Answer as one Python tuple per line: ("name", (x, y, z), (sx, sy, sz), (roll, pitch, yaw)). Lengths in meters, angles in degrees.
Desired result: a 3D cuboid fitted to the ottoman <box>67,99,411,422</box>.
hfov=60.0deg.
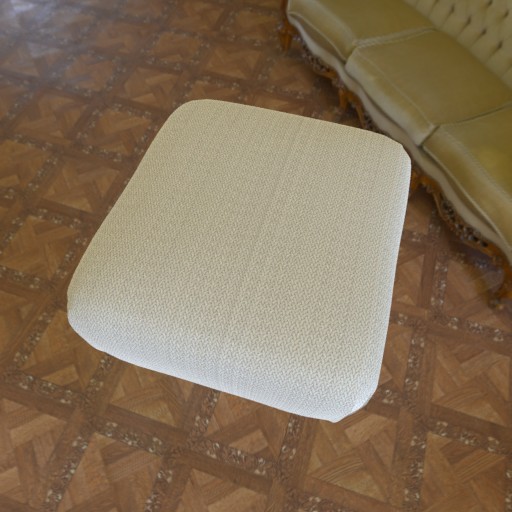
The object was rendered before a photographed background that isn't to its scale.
("ottoman", (0.000, 0.000, 1.084), (0.622, 0.447, 0.684), (14, 59, 9))
